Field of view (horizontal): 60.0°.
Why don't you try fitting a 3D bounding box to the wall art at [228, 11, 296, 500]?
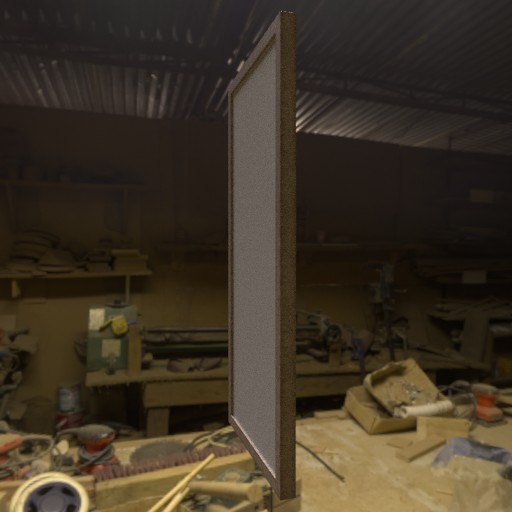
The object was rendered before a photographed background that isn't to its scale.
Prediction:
[{"bbox_3d":[0.000,0.000,1.637,0.051,1.461,0.648,0,1,-17],"label":"wall art"}]
